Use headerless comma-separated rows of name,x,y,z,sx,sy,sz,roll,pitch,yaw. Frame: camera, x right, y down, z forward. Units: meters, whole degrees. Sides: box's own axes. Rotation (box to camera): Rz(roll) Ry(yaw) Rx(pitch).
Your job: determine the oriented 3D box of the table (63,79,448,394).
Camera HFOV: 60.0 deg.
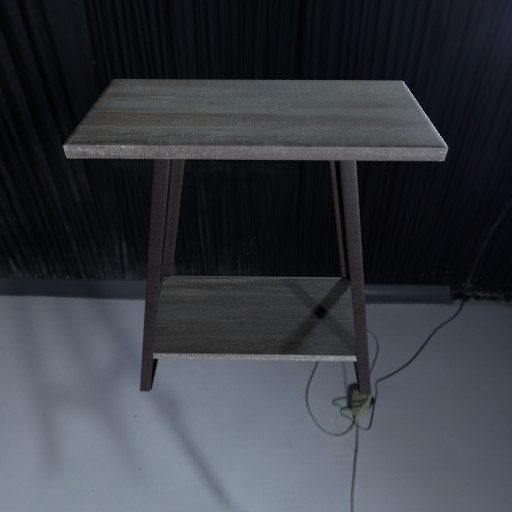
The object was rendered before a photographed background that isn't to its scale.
table,0.000,0.000,1.028,0.599,0.701,0.300,1,40,1
